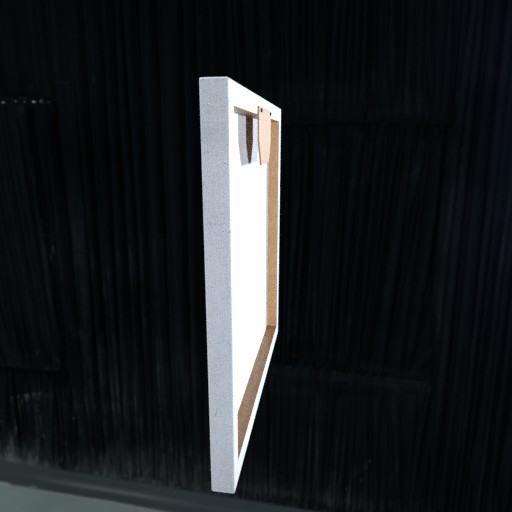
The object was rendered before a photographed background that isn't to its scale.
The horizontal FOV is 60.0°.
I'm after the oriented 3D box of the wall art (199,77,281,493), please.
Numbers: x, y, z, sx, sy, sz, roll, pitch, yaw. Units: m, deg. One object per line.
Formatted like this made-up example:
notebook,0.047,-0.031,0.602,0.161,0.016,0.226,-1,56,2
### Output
wall art,0.000,0.000,0.901,0.044,0.605,0.605,2,15,9
